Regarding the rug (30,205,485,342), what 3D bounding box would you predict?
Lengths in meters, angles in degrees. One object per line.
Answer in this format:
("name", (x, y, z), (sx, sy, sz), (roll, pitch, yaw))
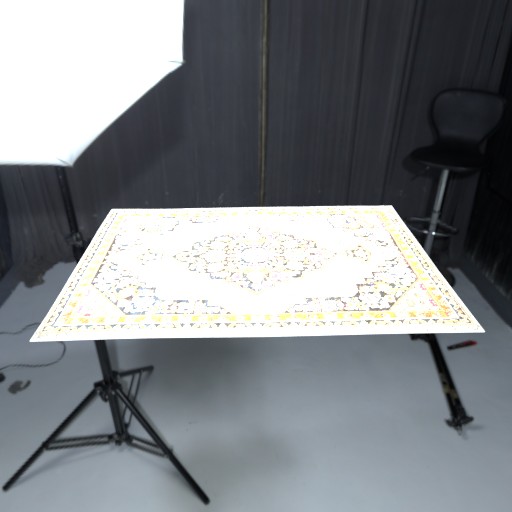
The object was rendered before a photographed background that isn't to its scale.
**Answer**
("rug", (0.000, 0.000, 3.694), (2.901, 0.026, 2.043), (-1, 30, -2))
